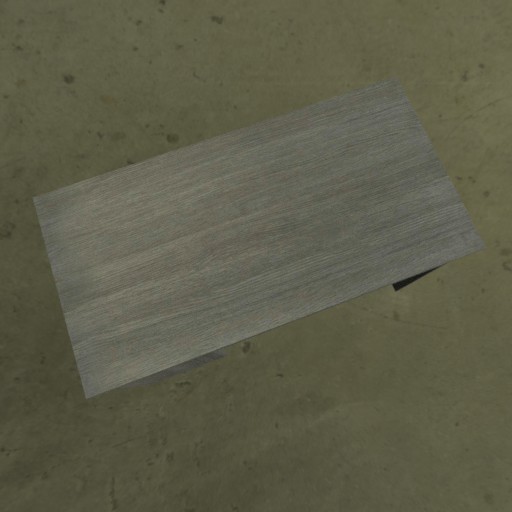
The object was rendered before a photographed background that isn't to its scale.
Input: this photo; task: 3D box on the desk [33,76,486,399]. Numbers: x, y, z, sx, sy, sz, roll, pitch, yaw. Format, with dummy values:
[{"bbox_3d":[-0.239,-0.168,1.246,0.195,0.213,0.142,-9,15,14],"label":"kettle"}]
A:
[{"bbox_3d":[0.000,0.000,1.546,1.096,0.730,0.560,-20,76,-5],"label":"desk"}]
